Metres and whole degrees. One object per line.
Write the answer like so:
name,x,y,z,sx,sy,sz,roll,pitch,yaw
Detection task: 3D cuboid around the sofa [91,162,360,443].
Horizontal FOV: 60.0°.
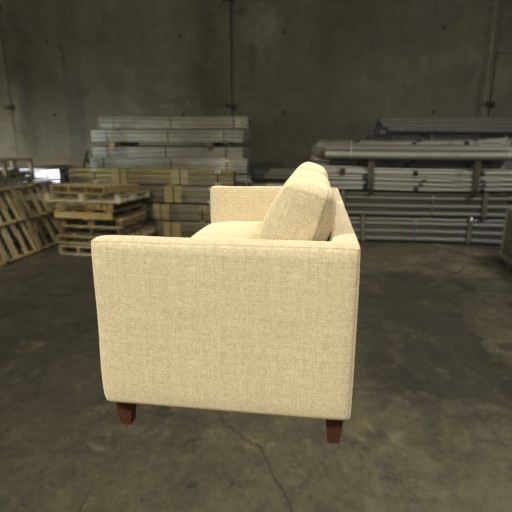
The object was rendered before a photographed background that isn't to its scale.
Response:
sofa,0.000,0.000,2.417,0.950,0.963,1.884,2,15,8
